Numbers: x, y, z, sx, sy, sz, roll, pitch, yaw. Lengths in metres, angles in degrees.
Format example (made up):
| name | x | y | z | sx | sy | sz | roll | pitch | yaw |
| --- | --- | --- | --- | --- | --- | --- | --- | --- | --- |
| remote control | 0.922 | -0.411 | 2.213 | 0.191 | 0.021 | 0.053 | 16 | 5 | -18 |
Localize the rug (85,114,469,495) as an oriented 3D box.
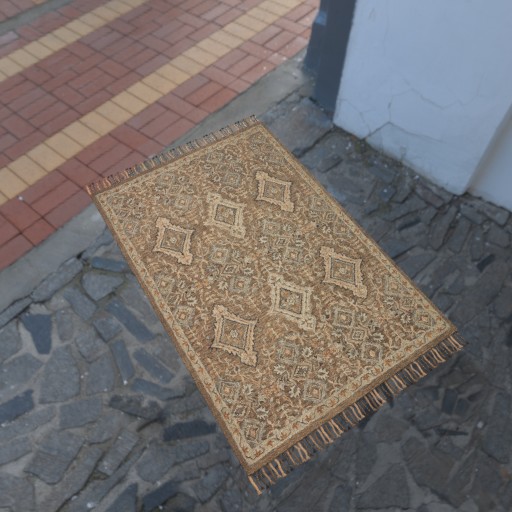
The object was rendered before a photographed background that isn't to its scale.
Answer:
| name | x | y | z | sx | sy | sz | roll | pitch | yaw |
| --- | --- | --- | --- | --- | --- | --- | --- | --- | --- |
| rug | 0.000 | 0.000 | 3.006 | 1.516 | 0.010 | 2.434 | -28 | 62 | -17 |
